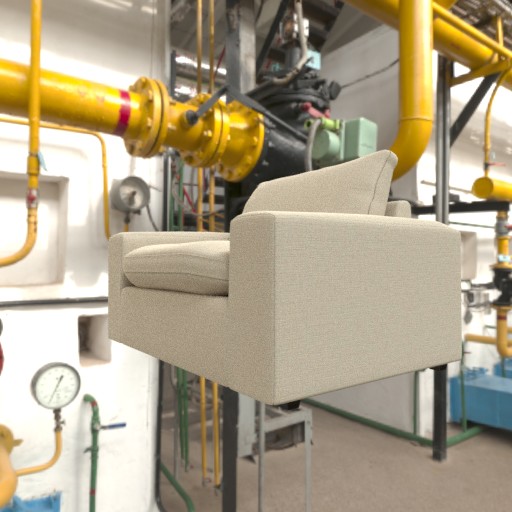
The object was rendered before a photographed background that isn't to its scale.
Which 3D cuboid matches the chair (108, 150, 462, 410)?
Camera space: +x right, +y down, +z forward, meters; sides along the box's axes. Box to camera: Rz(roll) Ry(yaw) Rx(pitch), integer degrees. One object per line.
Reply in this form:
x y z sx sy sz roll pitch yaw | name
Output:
0.000 0.000 2.043 1.039 0.915 1.398 1 -1 -36 | chair
